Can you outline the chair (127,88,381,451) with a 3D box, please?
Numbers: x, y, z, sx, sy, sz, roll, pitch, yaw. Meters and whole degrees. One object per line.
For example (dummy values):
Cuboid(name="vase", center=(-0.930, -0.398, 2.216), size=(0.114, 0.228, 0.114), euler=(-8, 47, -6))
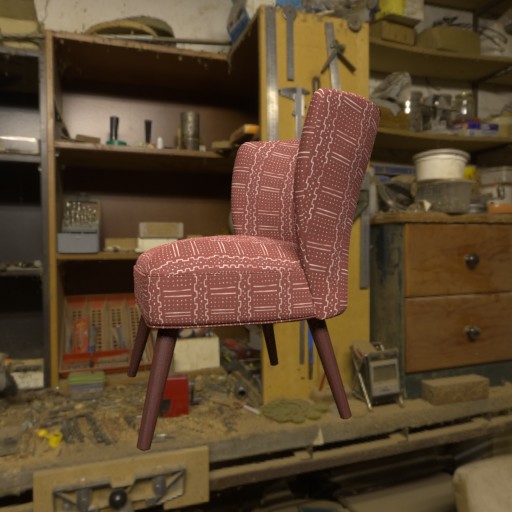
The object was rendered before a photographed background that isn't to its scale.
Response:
Cuboid(name="chair", center=(0.000, 0.000, 1.380), size=(0.758, 0.866, 0.706), euler=(-1, 2, -18))
